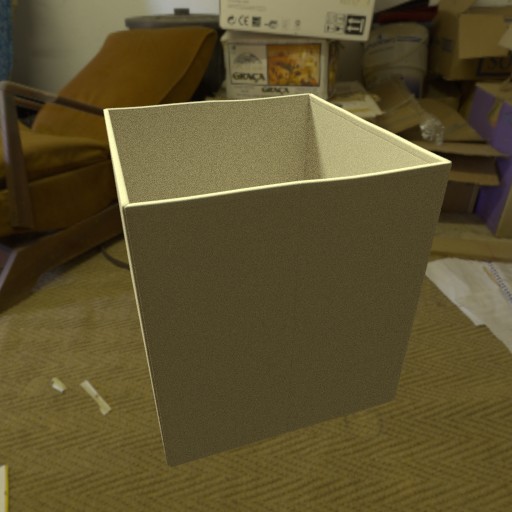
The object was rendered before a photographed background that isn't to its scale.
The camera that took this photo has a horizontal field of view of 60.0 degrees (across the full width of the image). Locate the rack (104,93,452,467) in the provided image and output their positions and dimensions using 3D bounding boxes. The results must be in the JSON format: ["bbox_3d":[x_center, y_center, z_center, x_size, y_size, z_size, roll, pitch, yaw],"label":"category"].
[{"bbox_3d":[0.000,0.000,0.493,0.270,0.280,0.270,-10,33,-16],"label":"rack"}]
